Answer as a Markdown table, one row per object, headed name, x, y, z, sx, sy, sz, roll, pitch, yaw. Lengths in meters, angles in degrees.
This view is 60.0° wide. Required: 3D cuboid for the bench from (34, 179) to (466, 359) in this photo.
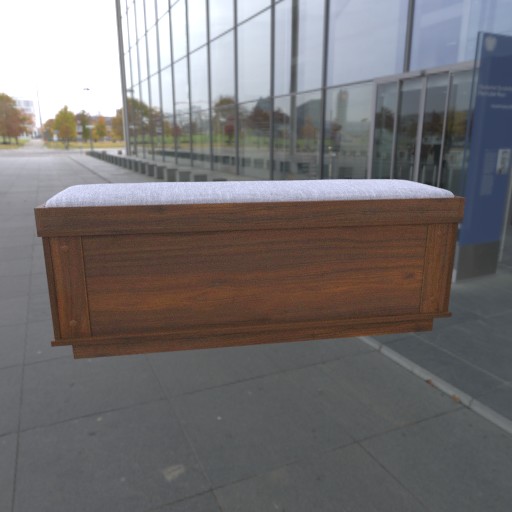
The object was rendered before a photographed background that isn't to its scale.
| name | x | y | z | sx | sy | sz | roll | pitch | yaw |
| --- | --- | --- | --- | --- | --- | --- | --- | --- | --- |
| bench | 0.000 | 0.000 | 1.437 | 1.196 | 0.468 | 0.367 | -3 | 15 | -10 |
